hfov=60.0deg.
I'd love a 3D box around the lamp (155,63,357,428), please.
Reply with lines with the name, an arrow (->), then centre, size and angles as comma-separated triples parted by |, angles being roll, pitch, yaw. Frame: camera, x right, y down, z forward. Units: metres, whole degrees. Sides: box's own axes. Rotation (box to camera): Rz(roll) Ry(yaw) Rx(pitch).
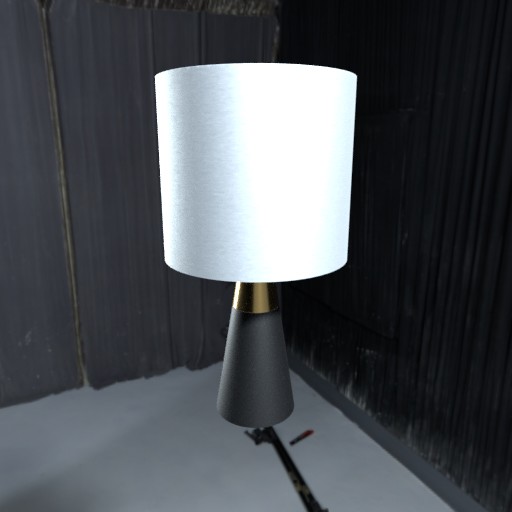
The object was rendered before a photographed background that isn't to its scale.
lamp -> 0.000, 0.000, 0.764 | 0.308, 0.580, 0.308 | -7, 16, -25
